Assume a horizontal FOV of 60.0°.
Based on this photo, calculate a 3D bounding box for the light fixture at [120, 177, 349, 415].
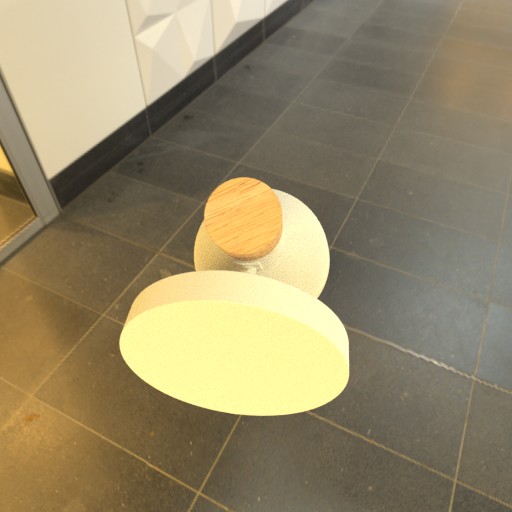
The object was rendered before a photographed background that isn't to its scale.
[{"bbox_3d":[0.000,0.000,0.331,0.127,0.199,0.209,5,48,5],"label":"light fixture"}]
